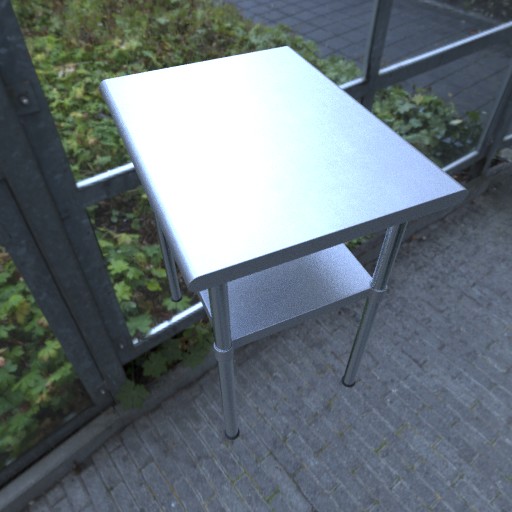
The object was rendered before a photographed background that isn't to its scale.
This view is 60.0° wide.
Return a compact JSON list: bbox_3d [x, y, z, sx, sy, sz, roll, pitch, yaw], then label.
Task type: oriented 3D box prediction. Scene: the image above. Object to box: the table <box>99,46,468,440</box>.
[{"bbox_3d":[0.000,0.000,1.343,0.584,0.876,0.762,-18,49,-16],"label":"table"}]
